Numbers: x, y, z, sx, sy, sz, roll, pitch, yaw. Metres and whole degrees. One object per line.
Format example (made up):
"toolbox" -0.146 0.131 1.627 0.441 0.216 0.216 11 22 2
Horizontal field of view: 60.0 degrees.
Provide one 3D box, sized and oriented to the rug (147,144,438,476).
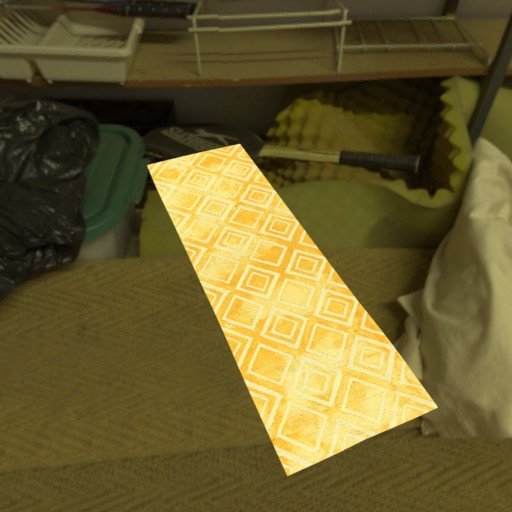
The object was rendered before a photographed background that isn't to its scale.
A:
"rug" 0.000 0.000 2.705 0.775 0.010 2.438 -17 48 -16
